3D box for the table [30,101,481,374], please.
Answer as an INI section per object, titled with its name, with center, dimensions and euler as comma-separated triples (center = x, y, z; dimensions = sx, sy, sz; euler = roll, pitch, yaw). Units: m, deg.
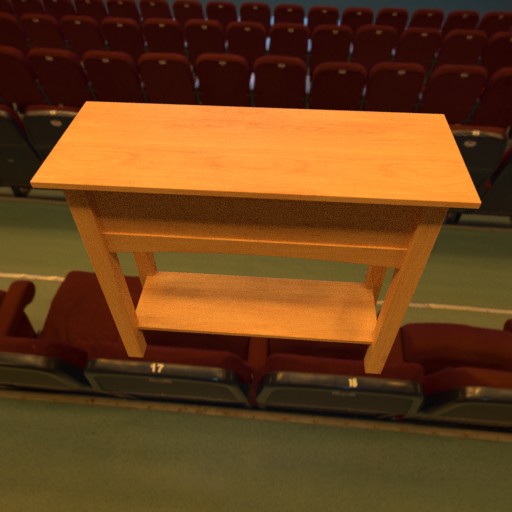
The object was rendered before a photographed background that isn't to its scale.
[table]
center = 0.000, 0.000, 1.259
dimensions = 0.900, 0.728, 0.340
euler = 3, 47, 3
